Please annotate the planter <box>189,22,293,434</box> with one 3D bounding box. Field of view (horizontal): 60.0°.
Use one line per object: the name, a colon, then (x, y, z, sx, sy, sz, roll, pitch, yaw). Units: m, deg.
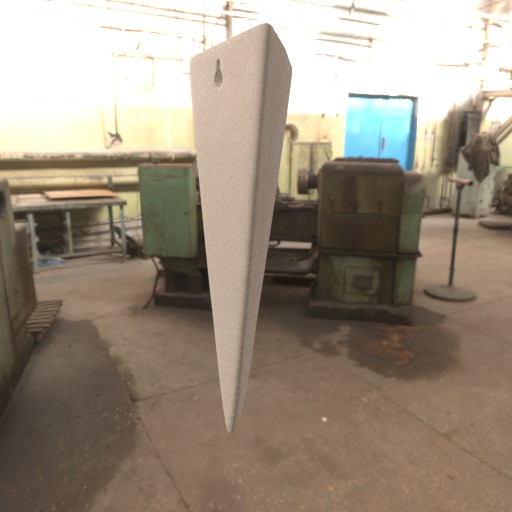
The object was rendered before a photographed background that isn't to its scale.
planter: (0.000, 0.000, 0.389, 0.065, 0.338, 0.143, -7, 16, -27)
